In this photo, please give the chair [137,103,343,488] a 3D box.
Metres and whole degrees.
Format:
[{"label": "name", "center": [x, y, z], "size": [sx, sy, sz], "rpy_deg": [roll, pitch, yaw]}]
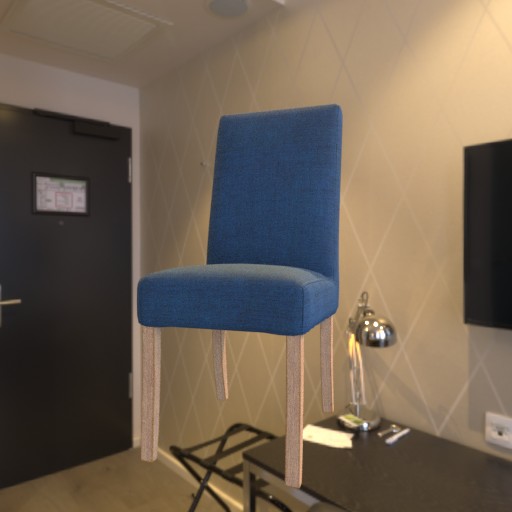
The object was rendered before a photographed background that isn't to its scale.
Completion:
[{"label": "chair", "center": [0.000, 0.000, 1.332], "size": [0.450, 1.029, 0.610], "rpy_deg": [0, 1, 19]}]
